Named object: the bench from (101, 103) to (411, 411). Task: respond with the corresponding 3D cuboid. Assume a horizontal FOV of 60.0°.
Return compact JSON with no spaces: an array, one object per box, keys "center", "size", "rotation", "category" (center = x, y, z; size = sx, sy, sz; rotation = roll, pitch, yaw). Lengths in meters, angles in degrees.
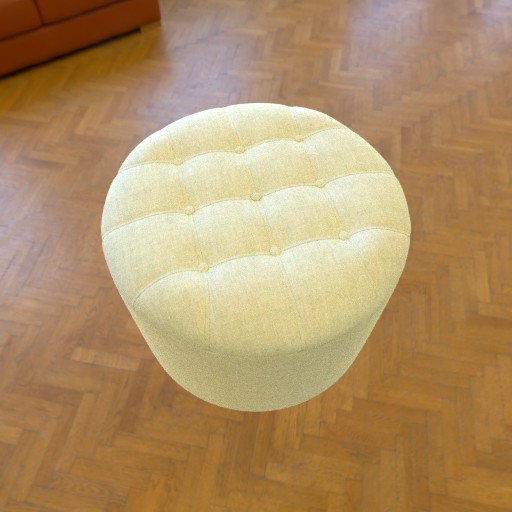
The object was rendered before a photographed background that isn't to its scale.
[{"center":[0.000,0.000,1.012],"size":[0.600,0.453,0.600],"rotation":[0,57,0],"category":"bench"}]
